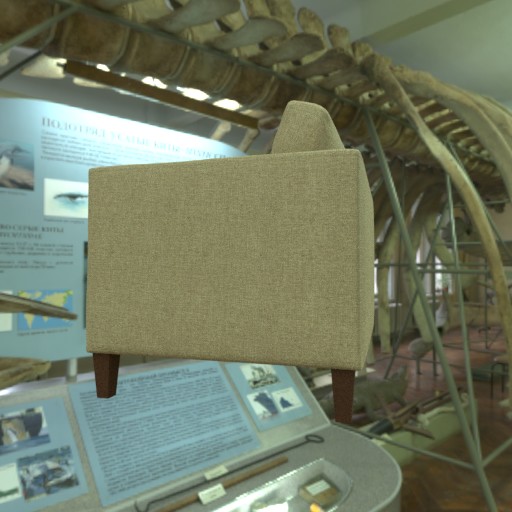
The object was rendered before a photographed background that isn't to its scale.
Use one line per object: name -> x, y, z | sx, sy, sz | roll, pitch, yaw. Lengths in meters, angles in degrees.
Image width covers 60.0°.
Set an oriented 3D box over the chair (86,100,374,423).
chair -> 0.000, 0.000, 1.897 | 0.959, 0.987, 1.107 | 0, -1, 17
